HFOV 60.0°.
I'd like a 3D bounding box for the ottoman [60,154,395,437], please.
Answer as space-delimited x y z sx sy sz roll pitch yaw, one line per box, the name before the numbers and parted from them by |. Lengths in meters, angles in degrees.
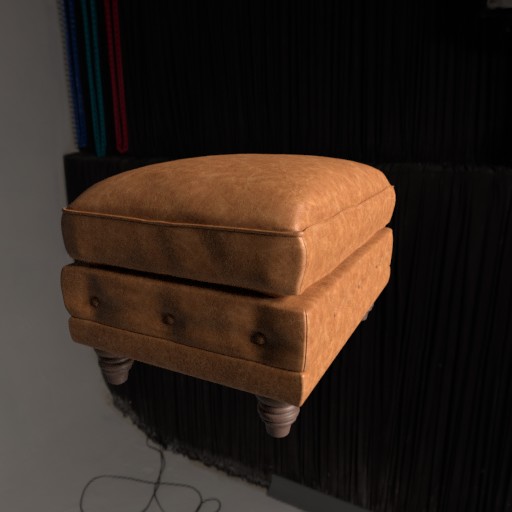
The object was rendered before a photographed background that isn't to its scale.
ottoman | 0.000 0.000 1.076 0.533 0.480 0.710 8 17 26
